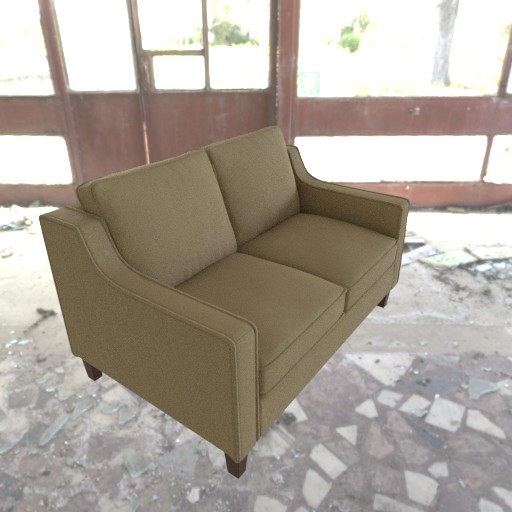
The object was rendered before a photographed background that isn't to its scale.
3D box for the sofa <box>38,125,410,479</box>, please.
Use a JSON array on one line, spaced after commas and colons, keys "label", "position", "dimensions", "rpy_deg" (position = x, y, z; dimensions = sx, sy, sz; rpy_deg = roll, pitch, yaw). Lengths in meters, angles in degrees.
[{"label": "sofa", "position": [0.000, 0.000, 2.127], "dimensions": [0.987, 0.971, 1.501], "rpy_deg": [18, 32, 32]}]
